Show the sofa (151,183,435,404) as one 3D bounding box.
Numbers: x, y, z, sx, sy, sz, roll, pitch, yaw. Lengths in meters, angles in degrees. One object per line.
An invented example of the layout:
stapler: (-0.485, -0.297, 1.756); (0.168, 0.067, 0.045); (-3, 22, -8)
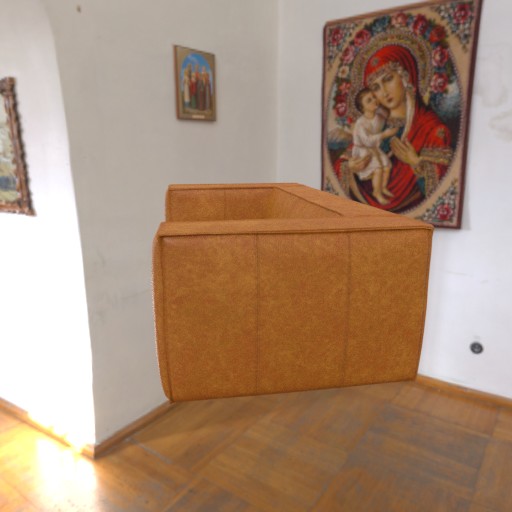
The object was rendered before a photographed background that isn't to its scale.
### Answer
sofa: (0.000, 0.000, 2.639); (1.102, 0.703, 2.088); (-2, 14, -9)
